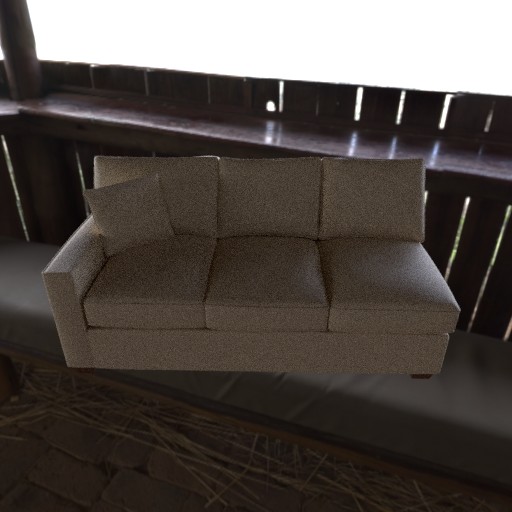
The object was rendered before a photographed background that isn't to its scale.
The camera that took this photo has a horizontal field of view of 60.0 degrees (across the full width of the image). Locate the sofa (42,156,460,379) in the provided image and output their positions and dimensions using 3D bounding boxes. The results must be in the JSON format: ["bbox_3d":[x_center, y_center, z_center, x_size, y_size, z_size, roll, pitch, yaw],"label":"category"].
[{"bbox_3d":[0.000,0.000,2.511,1.962,0.946,1.034,1,29,1],"label":"sofa"}]
